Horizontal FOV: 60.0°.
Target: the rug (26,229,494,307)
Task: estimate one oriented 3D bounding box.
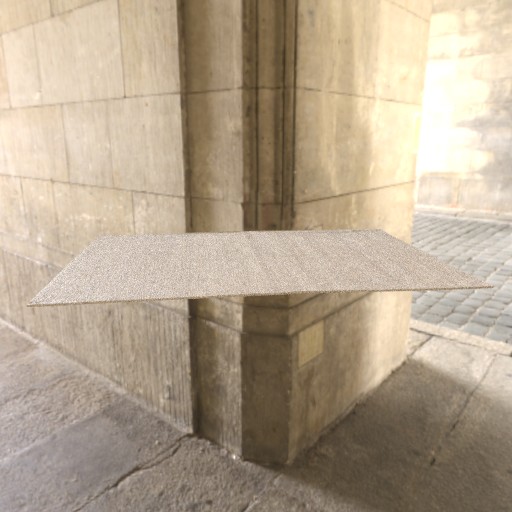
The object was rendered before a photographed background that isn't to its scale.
[{"bbox_3d":[0.000,0.000,2.269,1.820,0.022,1.179,-2,15,-6],"label":"rug"}]
